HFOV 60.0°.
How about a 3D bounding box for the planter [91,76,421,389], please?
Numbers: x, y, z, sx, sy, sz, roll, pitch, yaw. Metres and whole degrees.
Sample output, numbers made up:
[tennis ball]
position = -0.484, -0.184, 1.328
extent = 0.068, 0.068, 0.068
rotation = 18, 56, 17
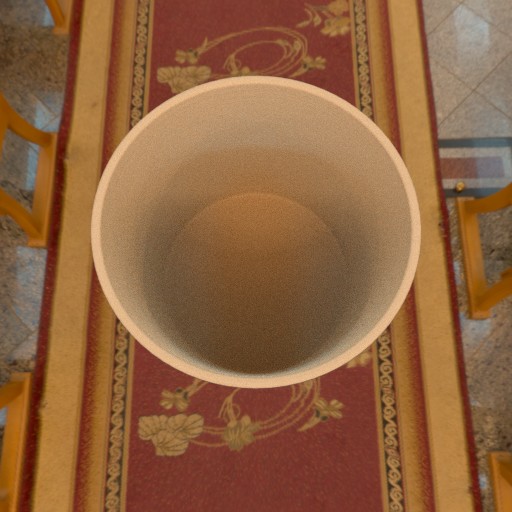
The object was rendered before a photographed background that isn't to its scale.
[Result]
[planter]
position = 0.000, 0.000, 0.395
extent = 0.221, 0.201, 0.221
rotation = 0, 75, 0
